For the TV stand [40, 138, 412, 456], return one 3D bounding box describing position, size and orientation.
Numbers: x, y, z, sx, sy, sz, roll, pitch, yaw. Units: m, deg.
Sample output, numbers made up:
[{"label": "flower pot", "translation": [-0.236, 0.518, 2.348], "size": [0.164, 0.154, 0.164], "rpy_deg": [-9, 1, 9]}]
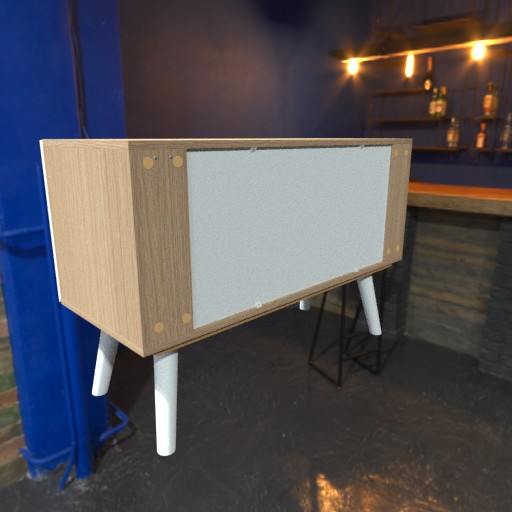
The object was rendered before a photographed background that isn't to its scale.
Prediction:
[{"label": "TV stand", "translation": [0.000, 0.000, 1.294], "size": [0.991, 0.660, 0.407], "rpy_deg": [-14, 21, -42]}]
